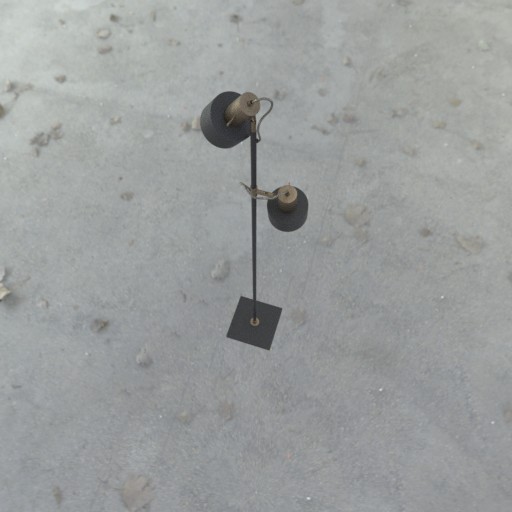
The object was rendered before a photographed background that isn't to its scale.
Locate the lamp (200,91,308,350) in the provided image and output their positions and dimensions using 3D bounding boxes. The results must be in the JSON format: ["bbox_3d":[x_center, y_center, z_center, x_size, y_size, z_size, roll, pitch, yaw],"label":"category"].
[{"bbox_3d":[0.000,0.000,1.652,0.315,1.505,0.233,16,63,8],"label":"lamp"}]
